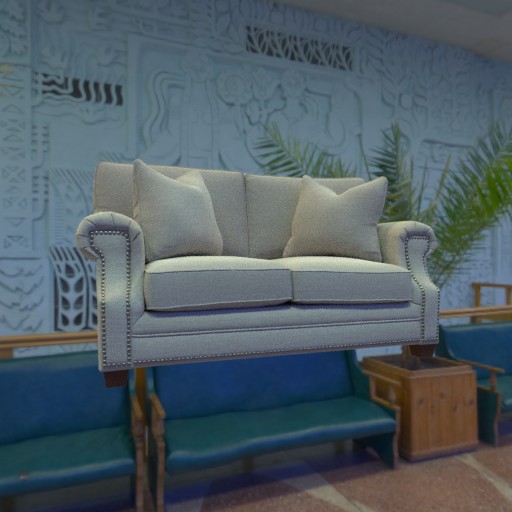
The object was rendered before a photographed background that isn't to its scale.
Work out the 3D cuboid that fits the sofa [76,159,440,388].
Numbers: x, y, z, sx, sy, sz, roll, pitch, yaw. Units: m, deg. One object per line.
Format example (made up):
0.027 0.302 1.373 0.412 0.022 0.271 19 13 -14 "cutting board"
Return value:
0.000 0.000 2.290 1.701 0.966 0.966 0 0 -20 "sofa"
